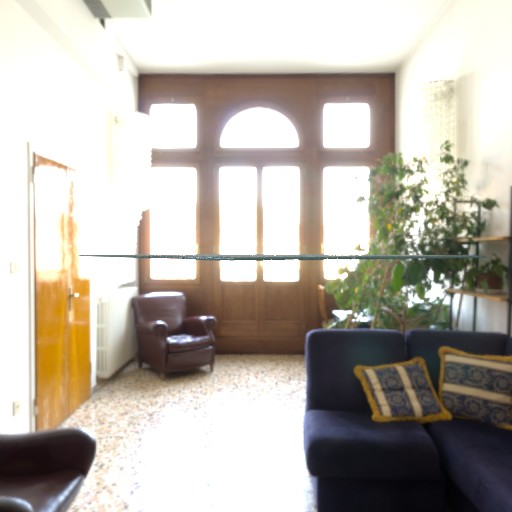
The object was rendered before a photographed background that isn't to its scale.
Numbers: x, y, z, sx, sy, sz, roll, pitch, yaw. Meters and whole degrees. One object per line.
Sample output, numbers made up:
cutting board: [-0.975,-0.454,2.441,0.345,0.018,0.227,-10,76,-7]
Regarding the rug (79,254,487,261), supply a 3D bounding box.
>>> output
rug: [0.000,0.000,4.003,2.350,0.018,2.964,0,1,-35]
